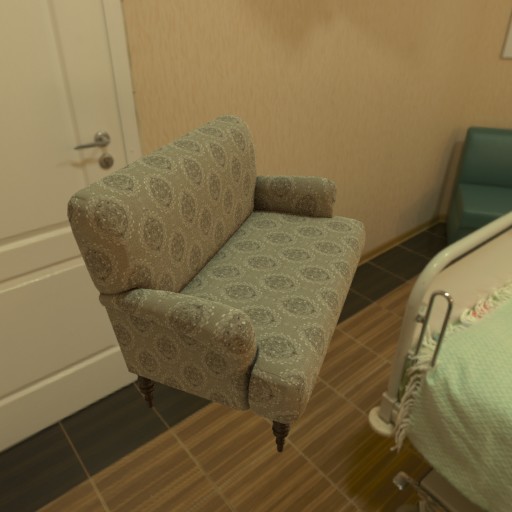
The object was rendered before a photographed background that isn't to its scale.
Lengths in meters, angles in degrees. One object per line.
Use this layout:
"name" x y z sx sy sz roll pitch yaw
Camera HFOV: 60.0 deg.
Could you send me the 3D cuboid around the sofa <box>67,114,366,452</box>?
"sofa" 0.000 0.000 1.882 0.779 0.889 1.297 11 33 18
